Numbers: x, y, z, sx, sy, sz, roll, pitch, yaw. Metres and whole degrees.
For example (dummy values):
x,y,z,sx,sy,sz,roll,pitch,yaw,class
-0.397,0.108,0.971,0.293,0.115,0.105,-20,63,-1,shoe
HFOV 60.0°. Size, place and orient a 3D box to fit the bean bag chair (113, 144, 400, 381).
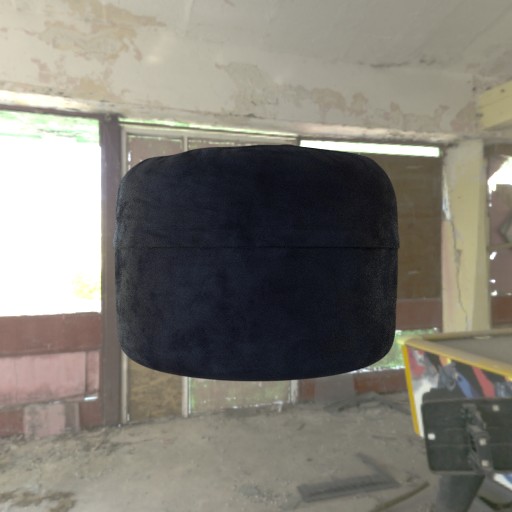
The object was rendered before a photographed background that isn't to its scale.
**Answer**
x,y,z,sx,sy,sz,roll,pitch,yaw,class
0.000,0.000,1.489,0.918,0.616,0.918,0,0,0,bean bag chair
